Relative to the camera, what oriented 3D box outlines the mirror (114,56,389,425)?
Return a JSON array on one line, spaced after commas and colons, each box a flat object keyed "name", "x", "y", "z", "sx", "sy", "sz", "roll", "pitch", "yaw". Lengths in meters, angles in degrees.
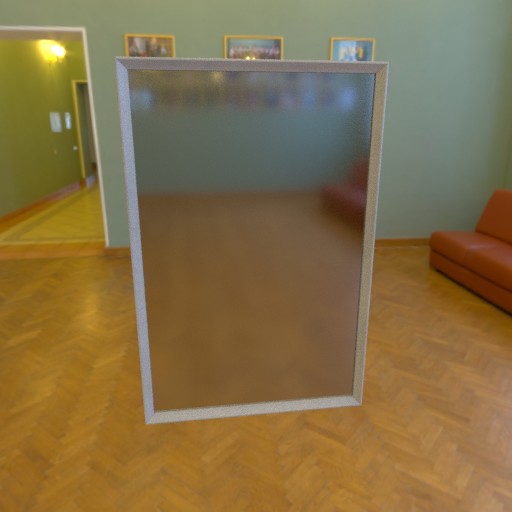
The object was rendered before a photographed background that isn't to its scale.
[{"name": "mirror", "x": 0.000, "y": 0.000, "z": 1.125, "sx": 0.609, "sy": 0.915, "sz": 0.041, "roll": -2, "pitch": 17, "yaw": -8}]
